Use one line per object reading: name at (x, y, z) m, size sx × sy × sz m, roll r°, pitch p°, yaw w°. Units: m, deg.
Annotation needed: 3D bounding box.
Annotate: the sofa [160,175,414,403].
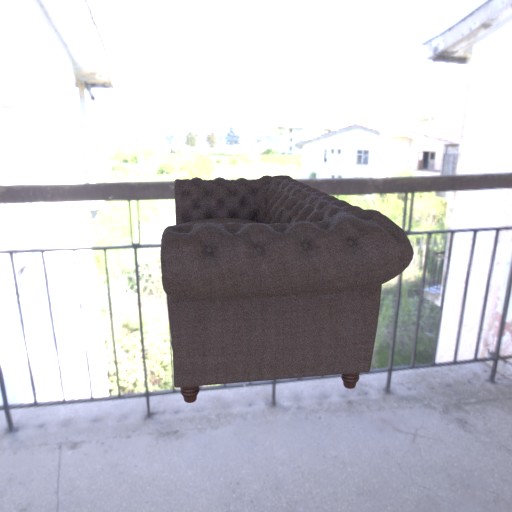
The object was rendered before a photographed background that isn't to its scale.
sofa at (0.000, 0.000, 2.546) m, size 0.944 × 0.780 × 2.048 m, roll -2°, pitch 16°, yaw -8°
